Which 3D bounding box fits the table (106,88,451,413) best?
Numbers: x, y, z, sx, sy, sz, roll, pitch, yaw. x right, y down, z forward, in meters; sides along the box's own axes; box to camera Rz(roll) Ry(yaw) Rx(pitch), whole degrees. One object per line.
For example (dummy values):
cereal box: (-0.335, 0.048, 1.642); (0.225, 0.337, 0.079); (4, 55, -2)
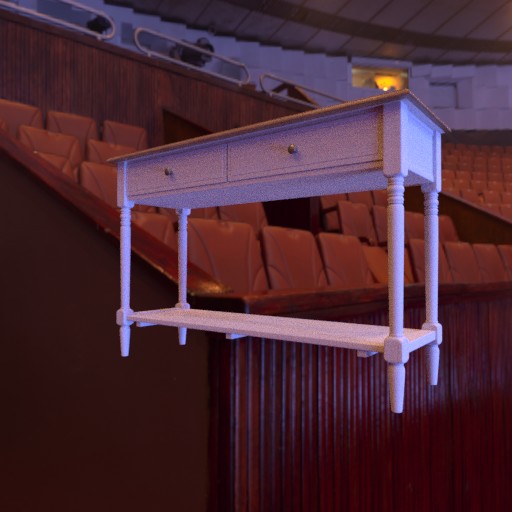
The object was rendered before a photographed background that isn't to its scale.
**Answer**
table: (0.000, 0.000, 1.580); (1.219, 0.800, 0.399); (-1, -1, 37)
